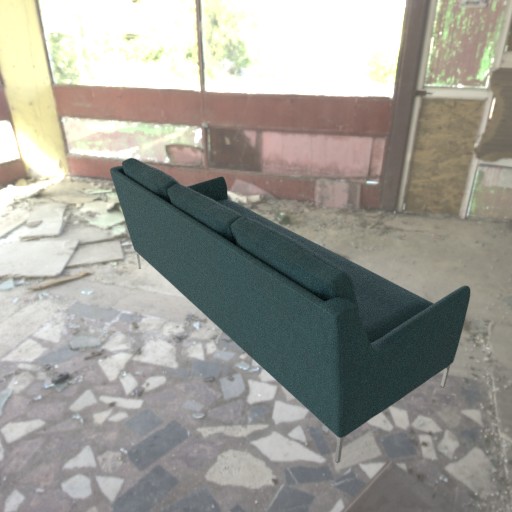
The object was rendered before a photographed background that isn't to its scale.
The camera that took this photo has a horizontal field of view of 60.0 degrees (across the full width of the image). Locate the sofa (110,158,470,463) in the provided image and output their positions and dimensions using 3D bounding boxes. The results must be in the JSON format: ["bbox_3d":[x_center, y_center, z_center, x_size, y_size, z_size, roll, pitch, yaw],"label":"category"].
[{"bbox_3d":[0.000,0.000,2.472,0.849,0.837,2.060,-18,32,-32],"label":"sofa"}]
